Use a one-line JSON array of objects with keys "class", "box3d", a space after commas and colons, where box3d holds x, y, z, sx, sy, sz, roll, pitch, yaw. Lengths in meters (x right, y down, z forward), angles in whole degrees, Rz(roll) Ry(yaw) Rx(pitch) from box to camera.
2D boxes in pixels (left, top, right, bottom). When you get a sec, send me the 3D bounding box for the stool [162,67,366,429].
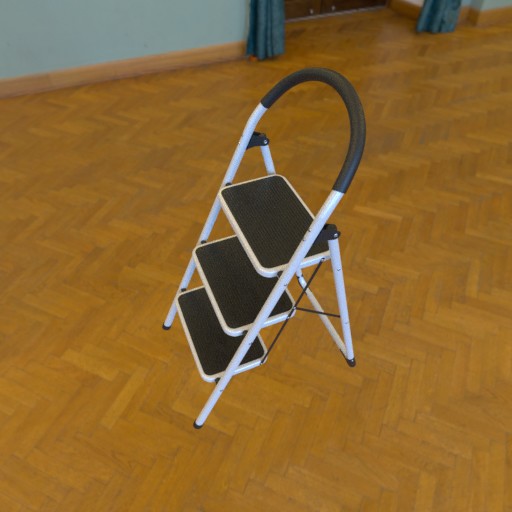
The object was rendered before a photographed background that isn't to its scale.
[{"class": "stool", "box3d": [0.000, 0.000, 1.431, 0.676, 1.109, 0.485, -17, 50, -15]}]
